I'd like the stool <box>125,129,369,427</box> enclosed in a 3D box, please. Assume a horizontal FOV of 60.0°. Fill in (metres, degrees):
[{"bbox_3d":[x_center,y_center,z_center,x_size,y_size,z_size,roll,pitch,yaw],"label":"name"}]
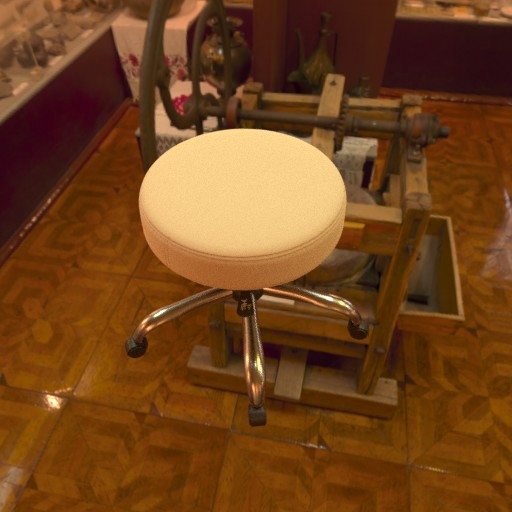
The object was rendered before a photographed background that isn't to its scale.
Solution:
[{"bbox_3d":[0.000,0.000,1.064,0.614,0.482,0.634,10,47,9],"label":"stool"}]
